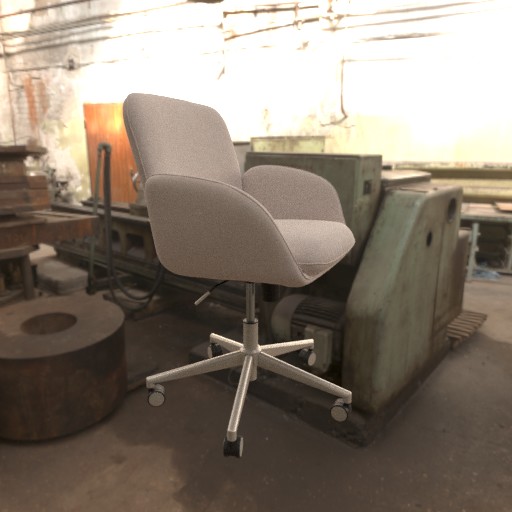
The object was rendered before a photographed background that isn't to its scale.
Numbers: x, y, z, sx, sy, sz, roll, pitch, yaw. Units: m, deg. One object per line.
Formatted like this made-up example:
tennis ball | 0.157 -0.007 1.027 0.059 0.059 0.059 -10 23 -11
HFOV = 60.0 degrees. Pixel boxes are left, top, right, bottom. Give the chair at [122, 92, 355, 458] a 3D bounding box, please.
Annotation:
chair | 0.000 0.000 1.365 0.633 0.959 0.648 6 15 25
